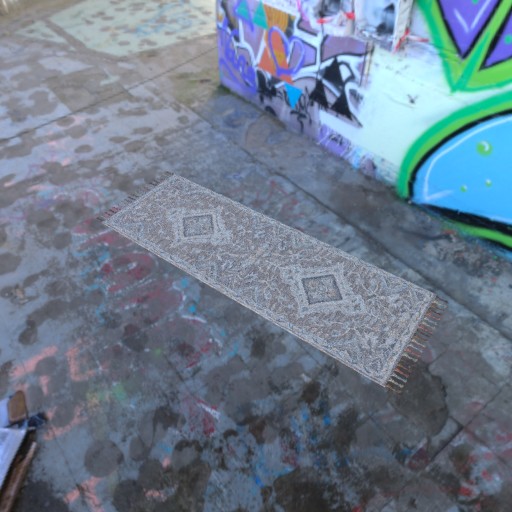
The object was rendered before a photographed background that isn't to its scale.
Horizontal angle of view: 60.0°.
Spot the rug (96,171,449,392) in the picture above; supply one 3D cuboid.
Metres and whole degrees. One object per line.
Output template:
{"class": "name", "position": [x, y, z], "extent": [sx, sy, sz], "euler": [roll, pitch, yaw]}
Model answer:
{"class": "rug", "position": [0.000, 0.000, 2.864], "extent": [1.324, 0.018, 2.378], "euler": [-29, 52, -26]}
